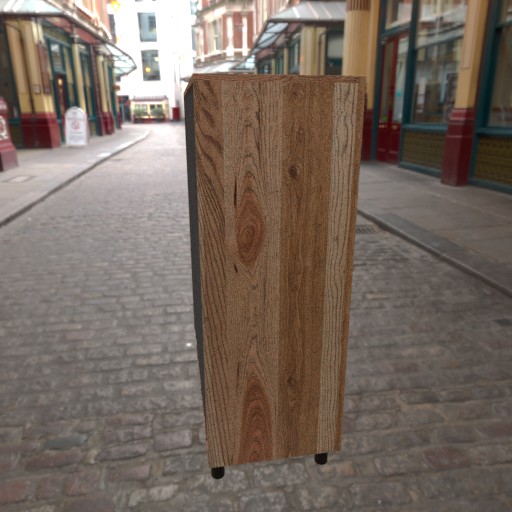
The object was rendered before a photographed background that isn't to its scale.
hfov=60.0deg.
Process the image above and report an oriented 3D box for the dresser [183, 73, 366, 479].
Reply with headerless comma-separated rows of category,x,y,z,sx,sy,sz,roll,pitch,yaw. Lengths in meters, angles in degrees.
dresser,0.000,0.000,1.740,0.480,1.243,0.966,-3,18,-10
